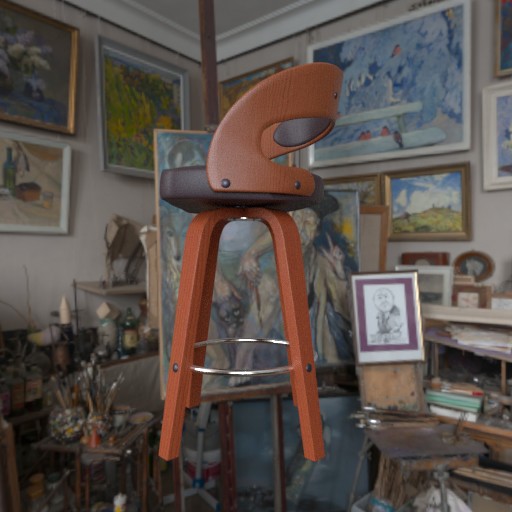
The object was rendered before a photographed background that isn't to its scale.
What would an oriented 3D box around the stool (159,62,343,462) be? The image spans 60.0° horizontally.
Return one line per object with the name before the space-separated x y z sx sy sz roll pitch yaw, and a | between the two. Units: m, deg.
stool | 0.000 0.000 1.187 0.457 0.940 0.457 0 1 1
